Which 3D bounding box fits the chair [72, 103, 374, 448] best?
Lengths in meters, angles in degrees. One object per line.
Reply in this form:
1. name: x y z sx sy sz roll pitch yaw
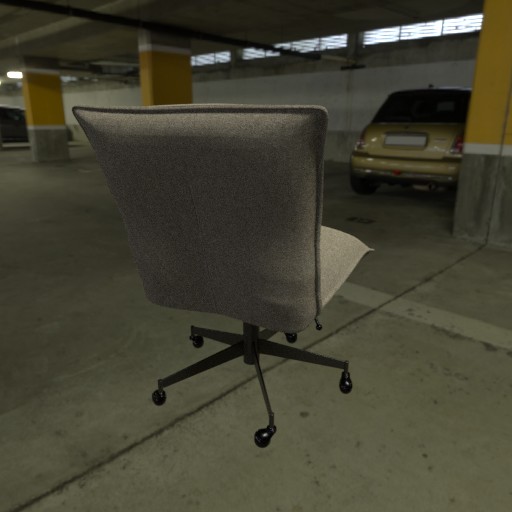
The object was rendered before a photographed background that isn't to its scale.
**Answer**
1. chair: 0.000 0.000 1.267 0.597 0.811 0.696 8 19 25
